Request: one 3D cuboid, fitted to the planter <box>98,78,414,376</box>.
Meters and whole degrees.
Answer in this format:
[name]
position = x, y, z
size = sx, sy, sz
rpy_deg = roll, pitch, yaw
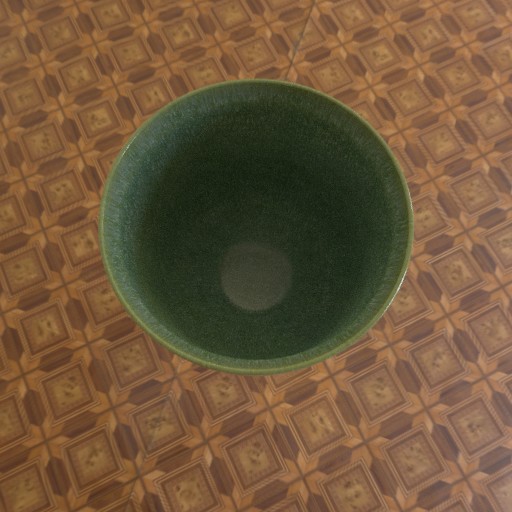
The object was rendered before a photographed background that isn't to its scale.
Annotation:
[planter]
position = 0.000, 0.000, 0.502
size = 0.266, 0.270, 0.266
rpy_deg = 0, 74, 0
